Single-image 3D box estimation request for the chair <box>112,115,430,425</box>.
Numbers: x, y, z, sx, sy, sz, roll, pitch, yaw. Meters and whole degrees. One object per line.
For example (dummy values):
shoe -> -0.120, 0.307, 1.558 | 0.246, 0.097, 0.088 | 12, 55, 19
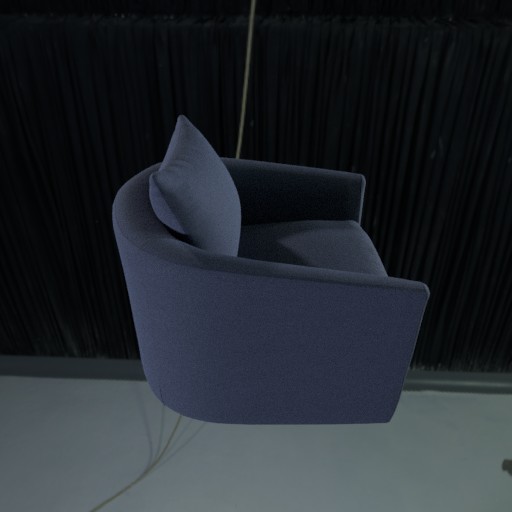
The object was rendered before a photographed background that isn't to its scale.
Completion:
chair -> 0.000, 0.000, 1.572 | 0.910, 0.848, 0.845 | 0, 32, 0
